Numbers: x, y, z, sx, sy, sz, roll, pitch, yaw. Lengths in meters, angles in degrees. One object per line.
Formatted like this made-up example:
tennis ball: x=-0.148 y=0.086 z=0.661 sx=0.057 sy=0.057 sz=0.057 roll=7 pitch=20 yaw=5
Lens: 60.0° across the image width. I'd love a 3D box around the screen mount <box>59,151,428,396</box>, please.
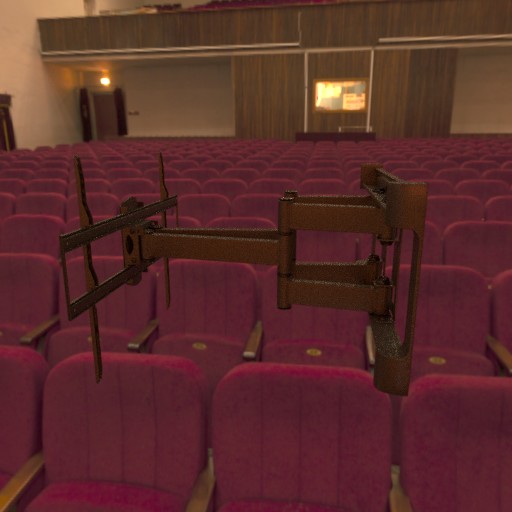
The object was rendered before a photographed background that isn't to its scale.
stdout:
screen mount: x=0.000 y=0.000 z=1.085 sx=0.644 sy=0.491 sz=0.661 roll=2 pitch=15 yaw=9
